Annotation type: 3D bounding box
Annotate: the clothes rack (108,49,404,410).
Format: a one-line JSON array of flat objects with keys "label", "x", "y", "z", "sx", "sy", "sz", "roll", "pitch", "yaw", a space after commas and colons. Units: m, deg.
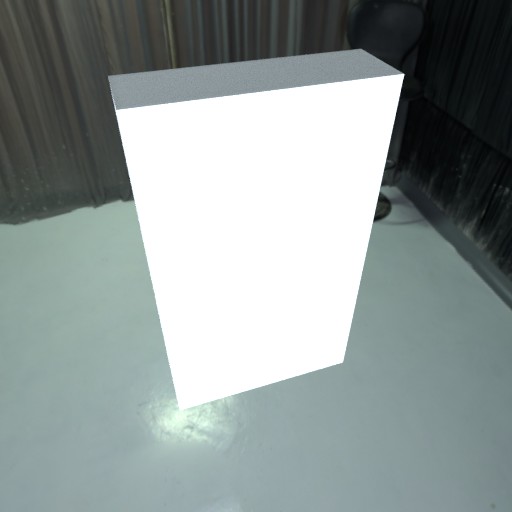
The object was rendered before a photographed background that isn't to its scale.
[{"label": "clothes rack", "x": 0.000, "y": 0.000, "z": 1.599, "sx": 0.750, "sy": 1.280, "sz": 0.250, "roll": -12, "pitch": 42, "yaw": -14}]
